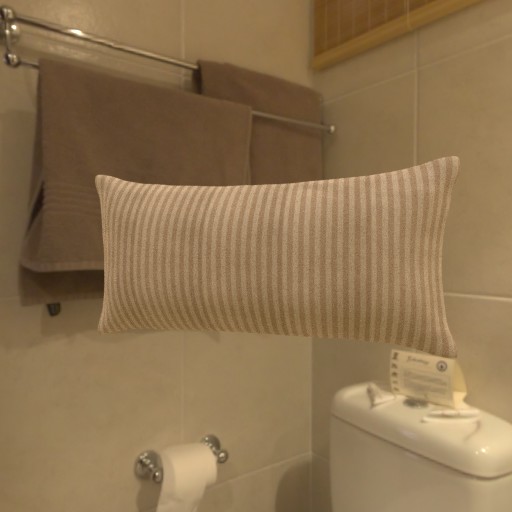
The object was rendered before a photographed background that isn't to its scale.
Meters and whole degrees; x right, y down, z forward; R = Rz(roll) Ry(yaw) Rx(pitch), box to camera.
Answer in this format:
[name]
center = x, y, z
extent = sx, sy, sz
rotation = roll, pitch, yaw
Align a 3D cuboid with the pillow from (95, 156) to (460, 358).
[pillow]
center = 0.000, 0.000, 0.733
extent = 0.617, 0.295, 0.151
rotation = 0, 1, 17
